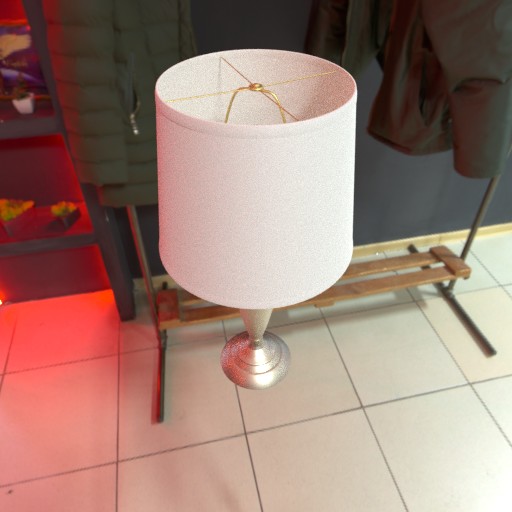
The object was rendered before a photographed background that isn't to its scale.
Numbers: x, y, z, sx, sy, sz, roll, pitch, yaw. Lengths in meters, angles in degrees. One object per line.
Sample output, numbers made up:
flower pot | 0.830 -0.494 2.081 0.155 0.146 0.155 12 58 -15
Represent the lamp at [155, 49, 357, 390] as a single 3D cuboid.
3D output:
lamp | 0.000 0.000 0.790 0.328 0.619 0.328 0 42 0
